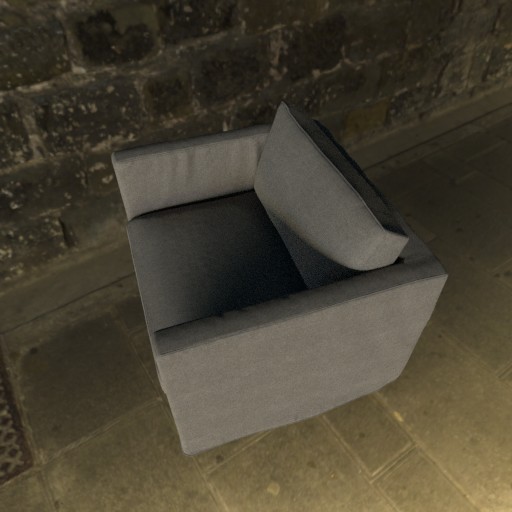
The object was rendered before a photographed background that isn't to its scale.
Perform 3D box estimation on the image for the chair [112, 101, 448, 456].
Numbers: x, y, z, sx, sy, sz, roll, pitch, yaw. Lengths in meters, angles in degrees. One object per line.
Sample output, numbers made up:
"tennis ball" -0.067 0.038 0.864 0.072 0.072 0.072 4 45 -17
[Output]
"chair" 0.000 0.000 1.787 0.949 0.863 1.057 -14 48 -13
